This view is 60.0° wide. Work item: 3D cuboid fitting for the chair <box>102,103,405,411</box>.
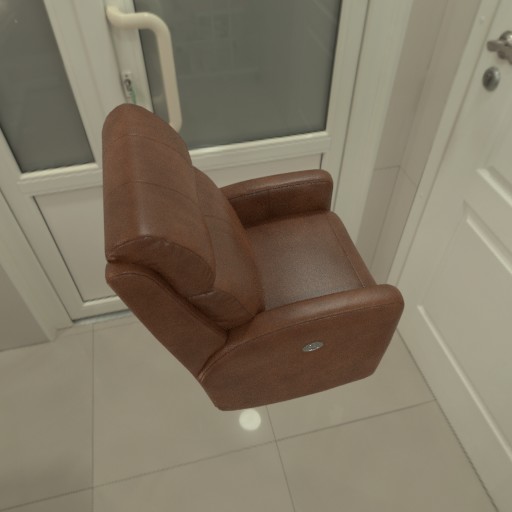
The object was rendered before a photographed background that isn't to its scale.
[{"bbox_3d":[0.000,0.000,1.684,0.939,1.016,0.787,-10,48,-9],"label":"chair"}]
